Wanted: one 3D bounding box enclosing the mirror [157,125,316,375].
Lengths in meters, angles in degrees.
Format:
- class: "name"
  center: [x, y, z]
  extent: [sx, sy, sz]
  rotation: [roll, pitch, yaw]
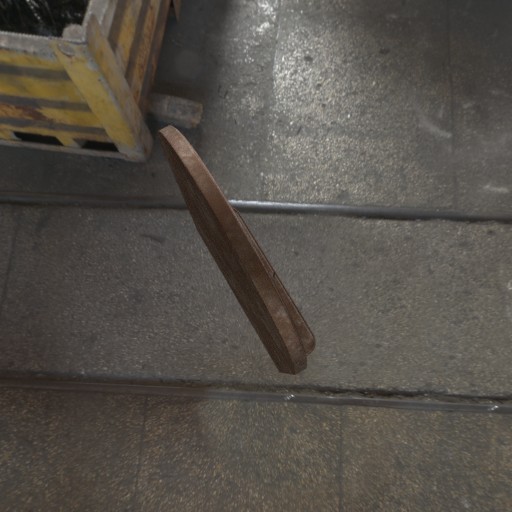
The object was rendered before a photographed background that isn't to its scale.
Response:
- class: "mirror"
  center: [0.000, 0.000, 0.981]
  extent: [0.137, 0.770, 0.510]
  rotation: [-30, 78, -7]
